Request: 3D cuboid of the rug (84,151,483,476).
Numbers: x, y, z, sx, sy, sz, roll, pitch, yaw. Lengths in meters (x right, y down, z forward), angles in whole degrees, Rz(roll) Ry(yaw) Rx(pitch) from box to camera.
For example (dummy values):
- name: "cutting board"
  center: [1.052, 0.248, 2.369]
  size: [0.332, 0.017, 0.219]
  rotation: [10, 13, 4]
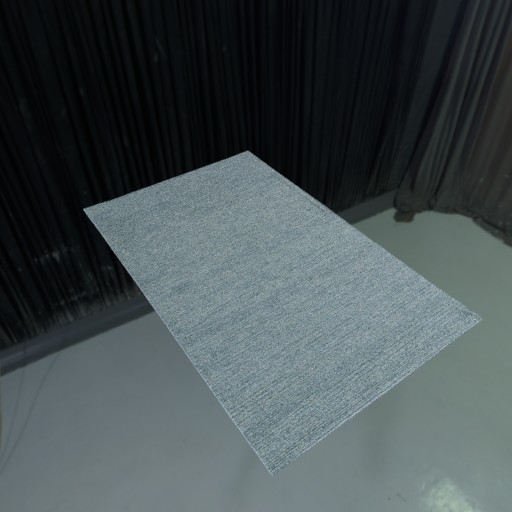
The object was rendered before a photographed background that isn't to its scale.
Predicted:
- name: "rug"
  center: [0.000, 0.000, 2.280]
  size: [1.174, 0.022, 1.853]
  rotation: [-25, 48, -25]
